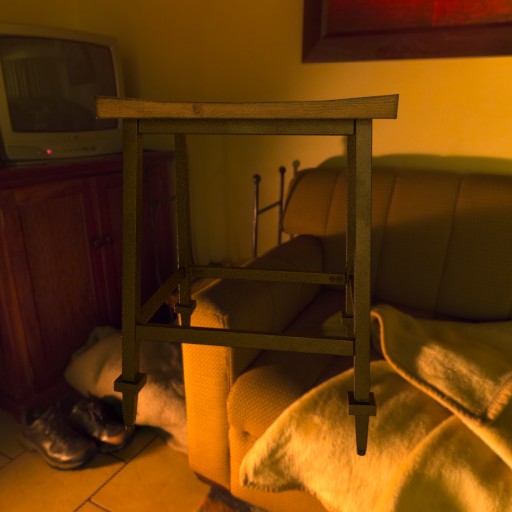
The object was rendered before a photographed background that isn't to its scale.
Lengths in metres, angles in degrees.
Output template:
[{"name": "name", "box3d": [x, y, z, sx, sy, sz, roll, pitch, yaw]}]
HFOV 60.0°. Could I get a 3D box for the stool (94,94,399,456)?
[{"name": "stool", "box3d": [0.000, 0.000, 0.930, 0.486, 0.625, 0.405, 3, 18, 8]}]
